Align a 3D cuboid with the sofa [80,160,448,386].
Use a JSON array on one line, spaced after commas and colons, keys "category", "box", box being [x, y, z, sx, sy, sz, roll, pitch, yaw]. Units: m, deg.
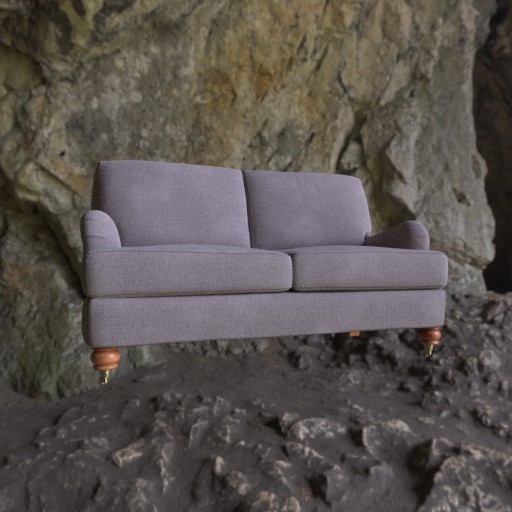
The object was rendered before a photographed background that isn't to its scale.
[{"category": "sofa", "box": [0.000, 0.000, 2.522, 1.853, 1.101, 1.084, 0, 0, -19]}]
